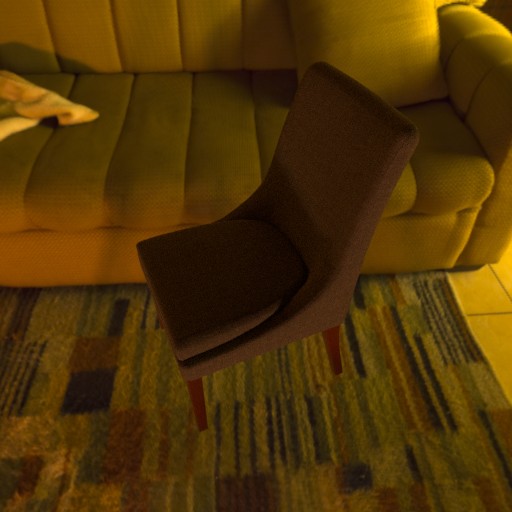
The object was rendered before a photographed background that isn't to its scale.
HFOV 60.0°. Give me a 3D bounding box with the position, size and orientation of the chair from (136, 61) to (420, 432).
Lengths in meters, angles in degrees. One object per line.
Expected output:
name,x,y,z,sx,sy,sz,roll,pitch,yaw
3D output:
chair,0.000,0.000,1.373,0.655,0.952,0.508,-18,48,-17
